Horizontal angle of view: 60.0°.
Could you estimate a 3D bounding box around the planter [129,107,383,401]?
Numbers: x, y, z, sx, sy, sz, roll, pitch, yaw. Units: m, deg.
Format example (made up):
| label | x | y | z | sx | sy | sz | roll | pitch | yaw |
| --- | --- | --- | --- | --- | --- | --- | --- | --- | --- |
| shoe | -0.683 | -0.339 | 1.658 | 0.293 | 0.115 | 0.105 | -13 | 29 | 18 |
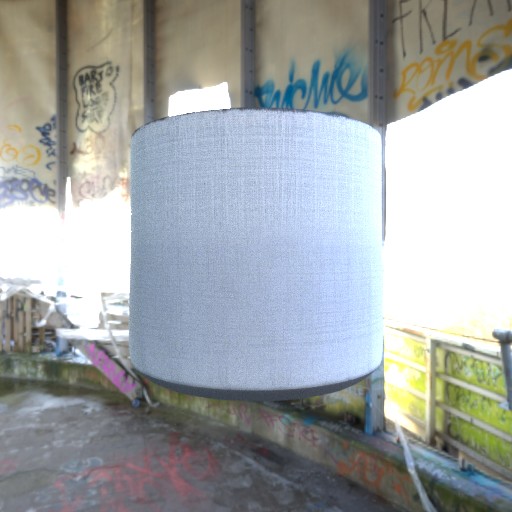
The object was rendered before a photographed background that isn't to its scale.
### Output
| label | x | y | z | sx | sy | sz | roll | pitch | yaw |
| --- | --- | --- | --- | --- | --- | --- | --- | --- | --- |
| planter | 0.000 | 0.000 | 0.400 | 0.221 | 0.201 | 0.221 | 0 | 1 | 0 |
